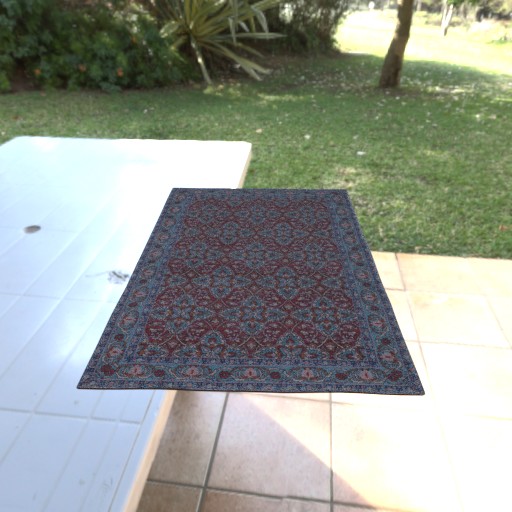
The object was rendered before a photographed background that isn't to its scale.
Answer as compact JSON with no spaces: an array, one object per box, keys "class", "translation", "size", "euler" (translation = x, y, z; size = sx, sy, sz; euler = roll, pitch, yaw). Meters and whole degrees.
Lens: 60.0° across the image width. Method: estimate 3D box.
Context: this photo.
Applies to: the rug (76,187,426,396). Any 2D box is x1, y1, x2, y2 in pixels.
[{"class":"rug","translation":[0.000,0.000,2.318],"size":[1.219,0.009,1.829],"euler":[1,31,1]}]
